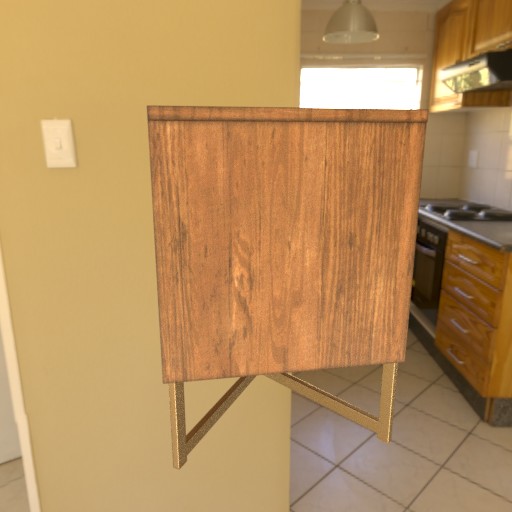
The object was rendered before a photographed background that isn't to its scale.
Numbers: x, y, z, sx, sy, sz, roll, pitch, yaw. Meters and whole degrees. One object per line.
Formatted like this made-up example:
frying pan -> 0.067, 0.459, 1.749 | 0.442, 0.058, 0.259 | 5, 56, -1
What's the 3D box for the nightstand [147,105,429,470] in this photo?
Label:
nightstand -> 0.000, 0.000, 1.025 | 0.446, 0.610, 0.610 | -3, 15, -10
